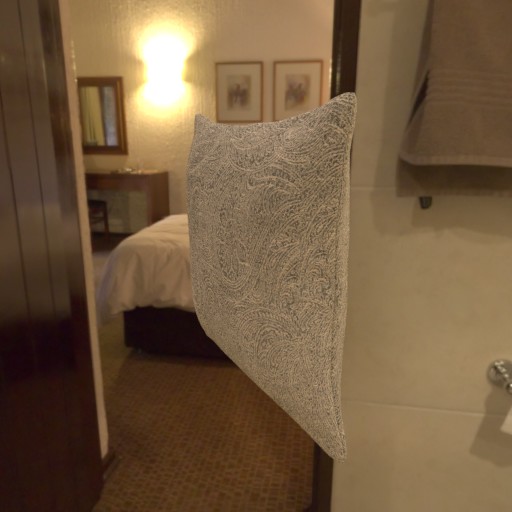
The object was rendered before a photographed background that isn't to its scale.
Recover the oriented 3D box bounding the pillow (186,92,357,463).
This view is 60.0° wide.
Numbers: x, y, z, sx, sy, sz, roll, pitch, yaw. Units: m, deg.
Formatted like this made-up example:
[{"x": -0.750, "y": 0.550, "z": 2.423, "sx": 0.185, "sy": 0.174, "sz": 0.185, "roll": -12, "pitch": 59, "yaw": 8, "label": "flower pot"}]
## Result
[{"x": 0.000, "y": 0.000, "z": 0.794, "sx": 0.166, "sy": 0.510, "sz": 0.523, "roll": -8, "pitch": 16, "yaw": -27, "label": "pillow"}]
